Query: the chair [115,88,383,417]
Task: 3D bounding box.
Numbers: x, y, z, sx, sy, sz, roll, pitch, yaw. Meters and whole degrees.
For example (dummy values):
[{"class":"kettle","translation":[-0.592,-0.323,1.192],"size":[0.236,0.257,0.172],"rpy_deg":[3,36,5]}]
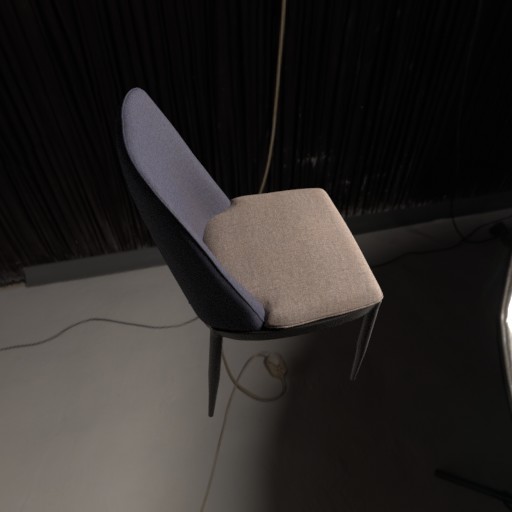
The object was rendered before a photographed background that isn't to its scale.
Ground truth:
[{"class":"chair","translation":[0.000,0.000,1.178],"size":[0.551,0.839,0.480],"rpy_deg":[-10,47,-9]}]
